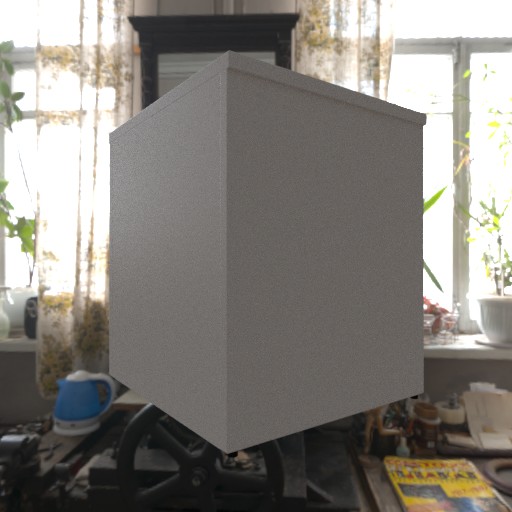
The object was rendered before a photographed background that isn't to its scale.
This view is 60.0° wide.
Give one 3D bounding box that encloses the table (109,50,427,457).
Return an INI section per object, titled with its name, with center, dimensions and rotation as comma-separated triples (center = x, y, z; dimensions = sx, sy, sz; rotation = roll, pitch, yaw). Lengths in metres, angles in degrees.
[table]
center = 0.000, 0.000, 0.776
dimensions = 0.380, 0.460, 0.420
rotation = 0, 0, -36
